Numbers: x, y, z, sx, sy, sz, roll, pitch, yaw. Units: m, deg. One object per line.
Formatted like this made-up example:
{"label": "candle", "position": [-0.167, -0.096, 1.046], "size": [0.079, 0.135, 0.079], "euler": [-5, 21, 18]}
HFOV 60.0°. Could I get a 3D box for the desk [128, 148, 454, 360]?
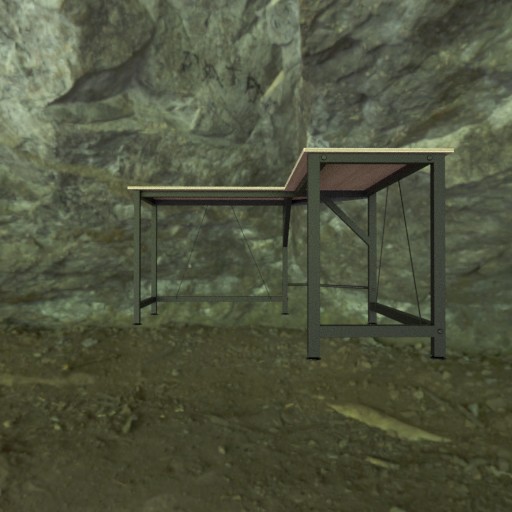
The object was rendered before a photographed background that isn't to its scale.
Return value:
{"label": "desk", "position": [0.000, 0.000, 2.279], "size": [1.400, 0.762, 1.400], "euler": [0, 0, -1]}
